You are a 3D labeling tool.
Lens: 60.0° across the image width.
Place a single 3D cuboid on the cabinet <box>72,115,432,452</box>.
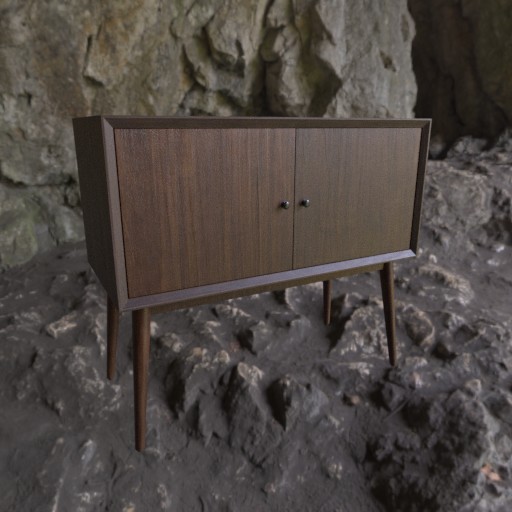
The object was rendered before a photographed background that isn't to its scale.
[{"bbox_3d":[0.000,0.000,1.103,0.743,0.654,0.354,-9,18,-27],"label":"cabinet"}]
